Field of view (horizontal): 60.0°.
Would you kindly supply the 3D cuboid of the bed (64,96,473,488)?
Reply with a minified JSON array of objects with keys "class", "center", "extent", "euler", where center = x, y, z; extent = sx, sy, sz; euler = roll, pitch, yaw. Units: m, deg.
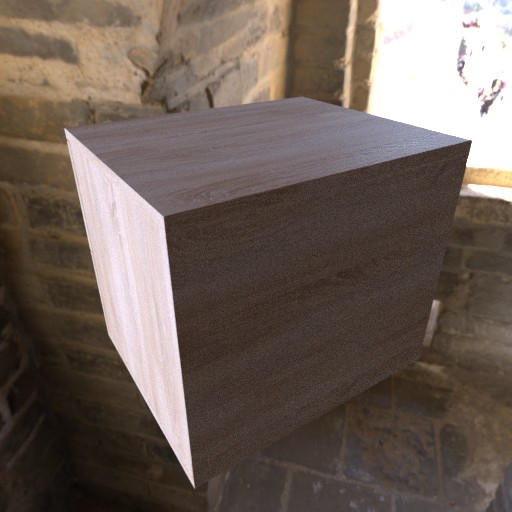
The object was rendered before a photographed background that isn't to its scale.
[{"class":"bed","center":[0.000,0.000,0.757],"extent":[0.460,0.420,0.401],"euler":[-18,35,-28]}]
